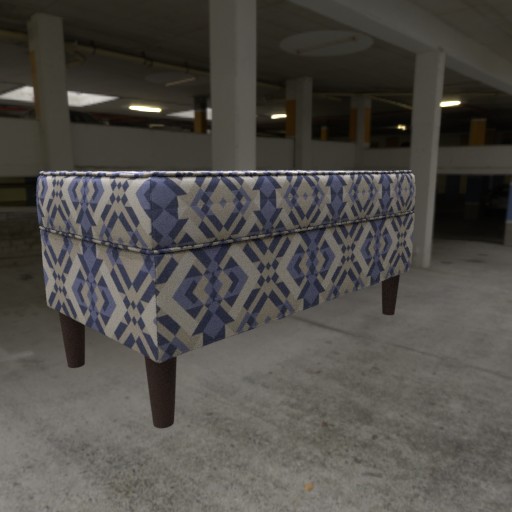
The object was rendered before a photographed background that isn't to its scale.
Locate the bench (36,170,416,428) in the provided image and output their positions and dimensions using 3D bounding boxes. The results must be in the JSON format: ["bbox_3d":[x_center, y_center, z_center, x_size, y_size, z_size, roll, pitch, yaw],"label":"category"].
[{"bbox_3d":[0.000,0.000,1.263,0.492,0.477,1.016,10,15,43],"label":"bench"}]
